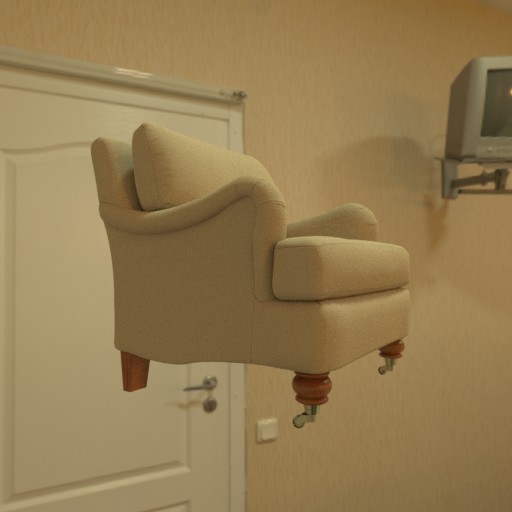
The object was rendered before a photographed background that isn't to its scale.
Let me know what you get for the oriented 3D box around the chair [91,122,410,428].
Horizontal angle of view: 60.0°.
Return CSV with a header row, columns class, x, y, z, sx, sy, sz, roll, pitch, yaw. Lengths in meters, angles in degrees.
class,x,y,z,sx,sy,sz,roll,pitch,yaw
chair,0.000,0.000,1.861,1.070,1.038,0.955,0,-1,34
